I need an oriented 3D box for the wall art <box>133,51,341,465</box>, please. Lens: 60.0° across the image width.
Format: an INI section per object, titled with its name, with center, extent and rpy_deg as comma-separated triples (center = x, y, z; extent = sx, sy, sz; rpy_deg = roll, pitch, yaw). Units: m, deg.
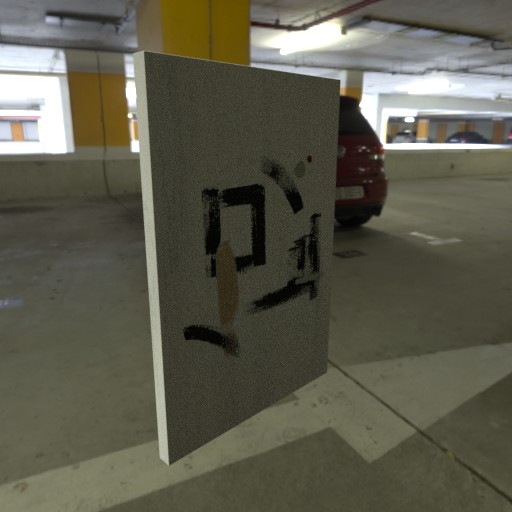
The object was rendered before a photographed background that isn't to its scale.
[wall art]
center = 0.000, 0.000, 1.165
extent = 0.624, 0.914, 0.043
rpy_deg = -14, 21, -42
